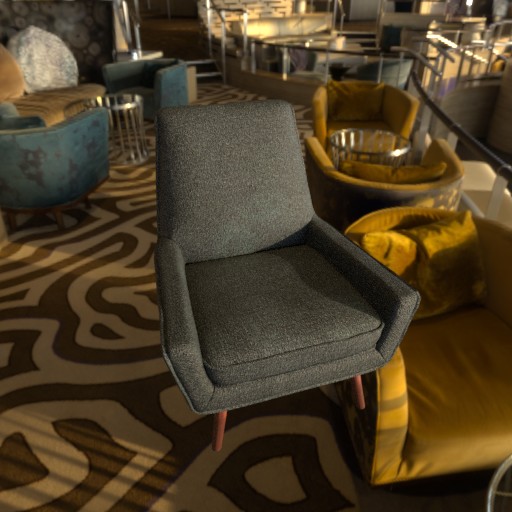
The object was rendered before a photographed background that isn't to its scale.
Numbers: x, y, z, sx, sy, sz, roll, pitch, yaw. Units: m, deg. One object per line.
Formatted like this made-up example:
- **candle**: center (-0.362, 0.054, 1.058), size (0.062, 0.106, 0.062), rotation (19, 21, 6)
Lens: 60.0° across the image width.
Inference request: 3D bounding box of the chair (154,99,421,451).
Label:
- **chair**: center (0.000, 0.000, 1.541), size (0.763, 0.883, 0.859), rotation (-10, 33, -16)
